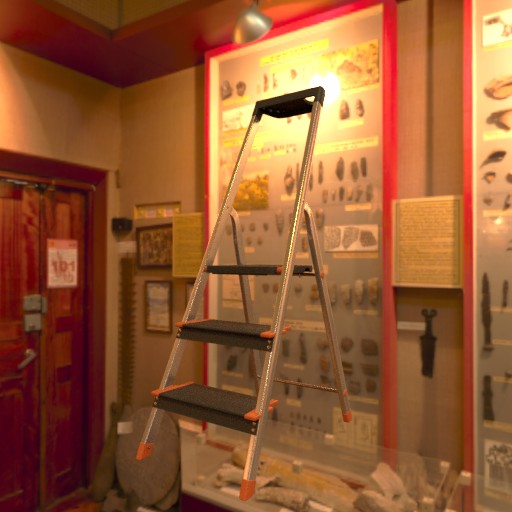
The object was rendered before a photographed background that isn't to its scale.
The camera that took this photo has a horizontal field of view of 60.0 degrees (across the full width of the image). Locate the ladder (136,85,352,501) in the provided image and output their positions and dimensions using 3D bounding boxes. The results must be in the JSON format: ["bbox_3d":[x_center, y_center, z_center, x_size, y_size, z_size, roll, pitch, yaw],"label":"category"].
[{"bbox_3d":[0.000,0.000,1.507,0.416,1.229,0.686,0,0,35],"label":"ladder"}]
